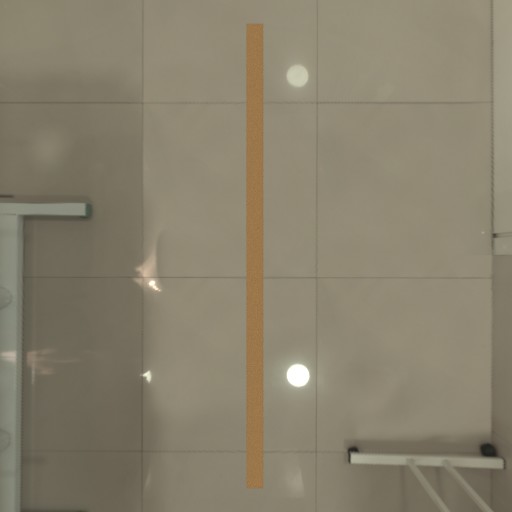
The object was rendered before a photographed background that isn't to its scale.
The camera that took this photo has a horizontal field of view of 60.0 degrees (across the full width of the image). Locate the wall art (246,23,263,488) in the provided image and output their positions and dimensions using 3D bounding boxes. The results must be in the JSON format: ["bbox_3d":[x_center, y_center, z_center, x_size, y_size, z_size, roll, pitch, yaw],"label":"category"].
[{"bbox_3d":[0.000,0.000,1.177,0.033,0.608,0.915,0,90,0],"label":"wall art"}]
